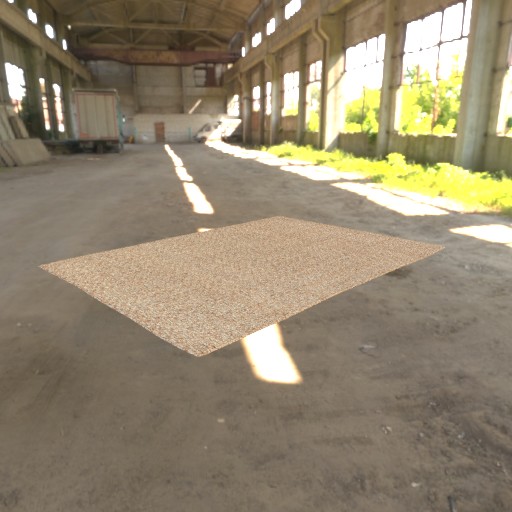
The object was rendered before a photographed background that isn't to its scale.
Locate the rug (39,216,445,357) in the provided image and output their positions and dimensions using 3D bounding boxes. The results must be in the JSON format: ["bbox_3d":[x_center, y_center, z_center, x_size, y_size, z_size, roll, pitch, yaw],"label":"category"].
[{"bbox_3d":[0.000,0.000,2.839,1.566,0.013,2.141,16,23,42],"label":"rug"}]
